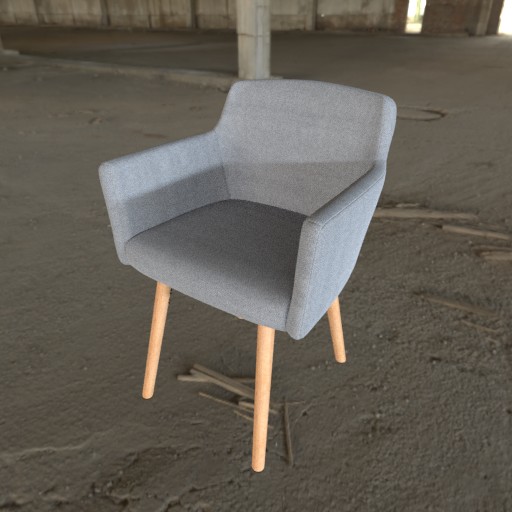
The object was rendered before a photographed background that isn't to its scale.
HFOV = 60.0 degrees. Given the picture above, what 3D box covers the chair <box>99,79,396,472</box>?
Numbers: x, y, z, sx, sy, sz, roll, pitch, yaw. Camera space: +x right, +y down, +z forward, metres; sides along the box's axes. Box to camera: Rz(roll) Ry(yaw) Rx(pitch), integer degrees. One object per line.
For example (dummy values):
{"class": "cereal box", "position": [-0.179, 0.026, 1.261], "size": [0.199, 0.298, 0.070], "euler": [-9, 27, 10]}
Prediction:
{"class": "chair", "position": [0.000, 0.000, 1.124], "size": [0.570, 0.780, 0.540], "euler": [19, 35, 30]}
